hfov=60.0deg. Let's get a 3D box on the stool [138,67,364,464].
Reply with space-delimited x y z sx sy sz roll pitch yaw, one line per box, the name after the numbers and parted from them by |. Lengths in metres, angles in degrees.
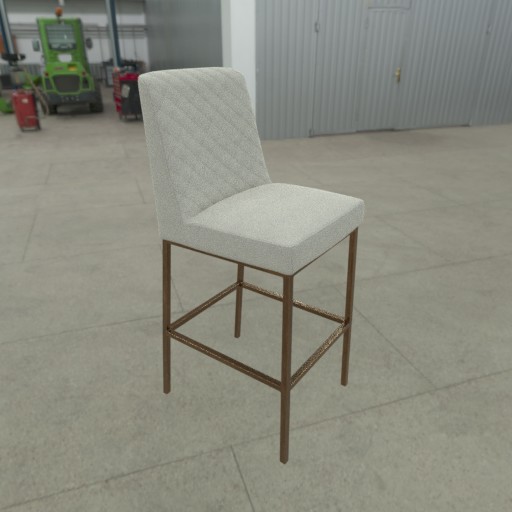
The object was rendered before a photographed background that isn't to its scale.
0.000 0.000 1.408 0.546 1.084 0.462 17 31 32 | stool
